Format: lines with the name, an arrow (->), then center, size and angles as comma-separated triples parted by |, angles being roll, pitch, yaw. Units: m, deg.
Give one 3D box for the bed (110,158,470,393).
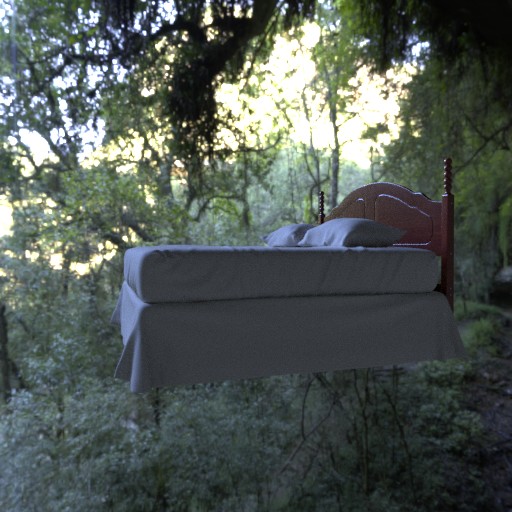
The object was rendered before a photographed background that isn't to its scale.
bed -> 0.000, 0.000, 3.566 | 2.219, 1.355, 2.322 | 0, 1, -19
